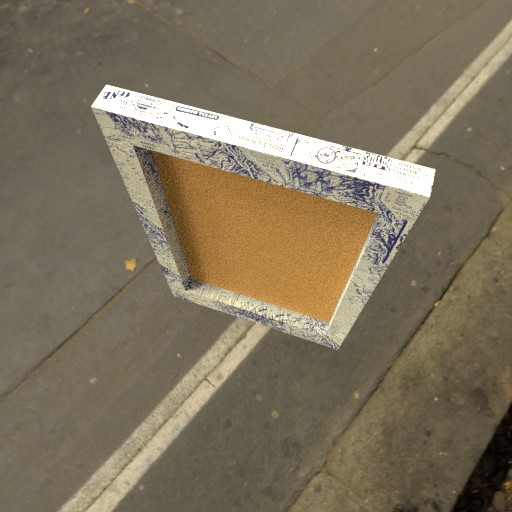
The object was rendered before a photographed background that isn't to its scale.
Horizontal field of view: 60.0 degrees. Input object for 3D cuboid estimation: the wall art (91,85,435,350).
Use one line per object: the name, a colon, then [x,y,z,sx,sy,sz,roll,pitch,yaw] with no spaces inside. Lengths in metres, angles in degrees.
wall art: [0.000,0.000,0.488,0.255,0.376,0.025,17,64,9]
